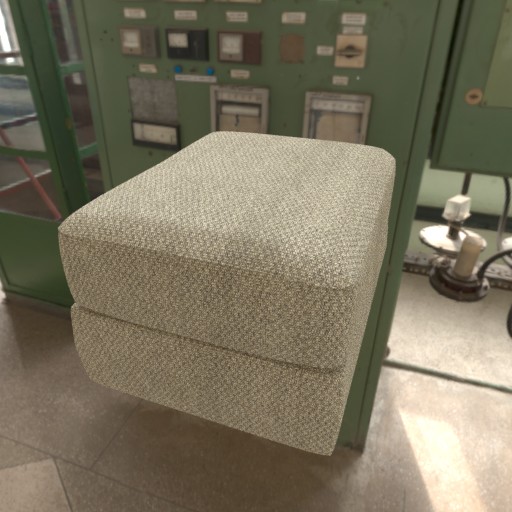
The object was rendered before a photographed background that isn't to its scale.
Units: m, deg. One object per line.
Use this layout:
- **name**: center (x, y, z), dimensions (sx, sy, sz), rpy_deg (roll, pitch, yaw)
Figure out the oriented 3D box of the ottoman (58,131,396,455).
- **ottoman**: center (0.000, 0.000, 1.141), dimensions (0.603, 0.476, 0.751), rpy_deg (11, 32, 18)
